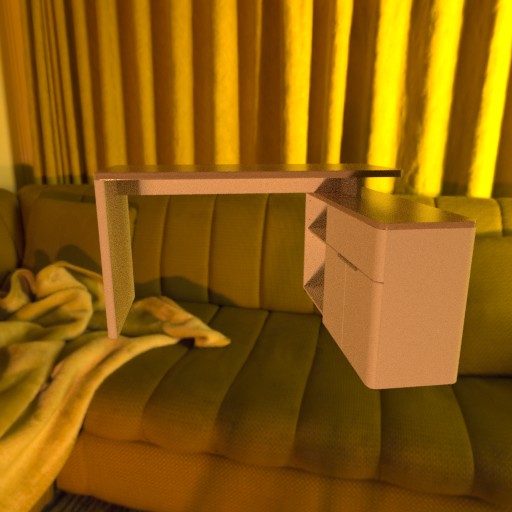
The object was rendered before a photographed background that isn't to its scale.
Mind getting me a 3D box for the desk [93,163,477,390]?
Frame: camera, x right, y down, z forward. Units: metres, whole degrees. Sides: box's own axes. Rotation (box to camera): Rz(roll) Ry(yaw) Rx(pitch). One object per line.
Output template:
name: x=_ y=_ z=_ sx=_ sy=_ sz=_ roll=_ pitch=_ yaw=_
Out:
desk: x=0.000 y=0.000 z=2.048 sx=1.400 sy=0.770 sz=1.175 roll=-2 pitch=15 yaw=-7
